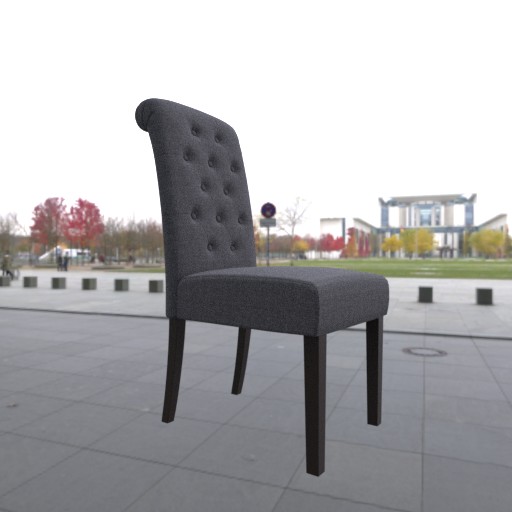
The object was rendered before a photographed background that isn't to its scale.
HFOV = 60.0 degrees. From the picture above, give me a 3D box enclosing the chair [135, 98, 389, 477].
[{"bbox_3d":[0.000,0.000,1.359,0.671,1.006,0.456,0,0,36],"label":"chair"}]
